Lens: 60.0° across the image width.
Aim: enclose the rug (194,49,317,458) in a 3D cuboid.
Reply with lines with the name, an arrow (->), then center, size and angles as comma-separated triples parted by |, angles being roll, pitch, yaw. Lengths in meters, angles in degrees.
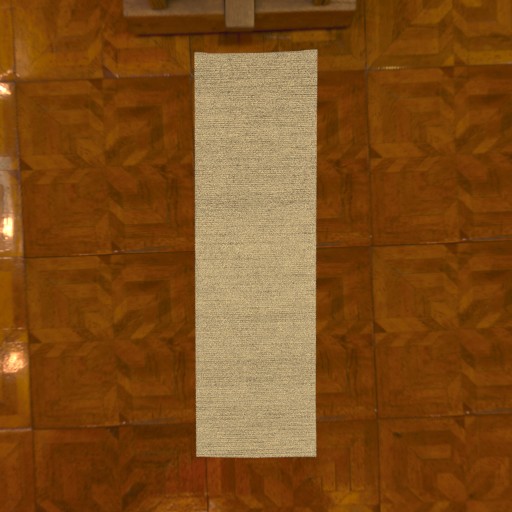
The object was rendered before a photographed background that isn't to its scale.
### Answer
rug -> 0.000, 0.000, 2.517 | 0.692, 0.032, 2.320 | 0, 91, 0
